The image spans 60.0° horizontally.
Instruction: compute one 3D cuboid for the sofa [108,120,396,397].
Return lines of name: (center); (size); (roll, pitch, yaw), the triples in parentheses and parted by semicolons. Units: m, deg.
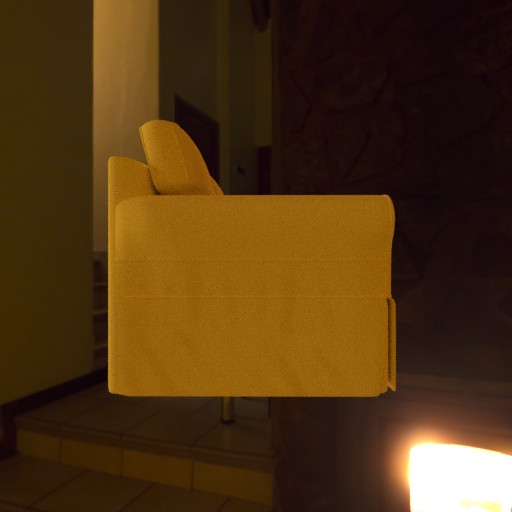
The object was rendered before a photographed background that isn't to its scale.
sofa: (0.000, 0.000, 2.290); (0.991, 0.940, 1.727); (0, 0, 0)
